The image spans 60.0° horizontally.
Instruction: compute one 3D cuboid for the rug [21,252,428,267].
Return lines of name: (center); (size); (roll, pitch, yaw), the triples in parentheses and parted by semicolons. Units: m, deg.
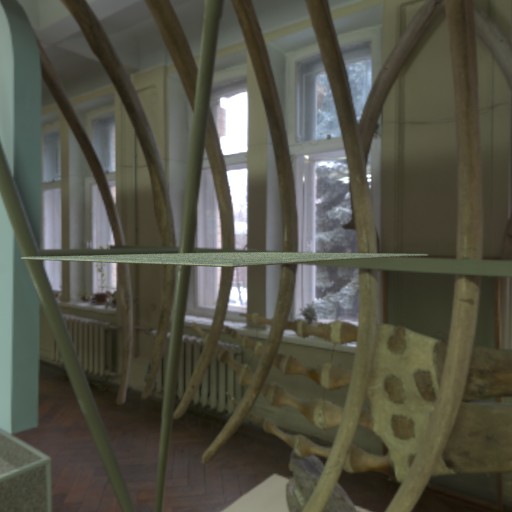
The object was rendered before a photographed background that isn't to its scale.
rug: (0.000, 0.000, 2.307); (1.224, 0.016, 1.830); (1, 2, 37)
